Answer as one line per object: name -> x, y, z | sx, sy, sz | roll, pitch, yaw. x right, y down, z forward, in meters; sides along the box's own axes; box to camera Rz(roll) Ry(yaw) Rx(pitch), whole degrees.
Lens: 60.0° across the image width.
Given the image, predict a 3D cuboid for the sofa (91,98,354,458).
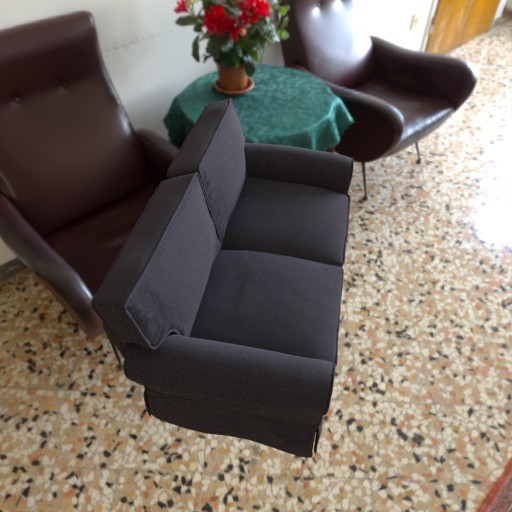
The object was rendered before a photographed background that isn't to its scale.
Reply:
sofa -> 0.000, 0.000, 2.469 | 0.997, 1.059, 1.801 | 8, 46, 8
